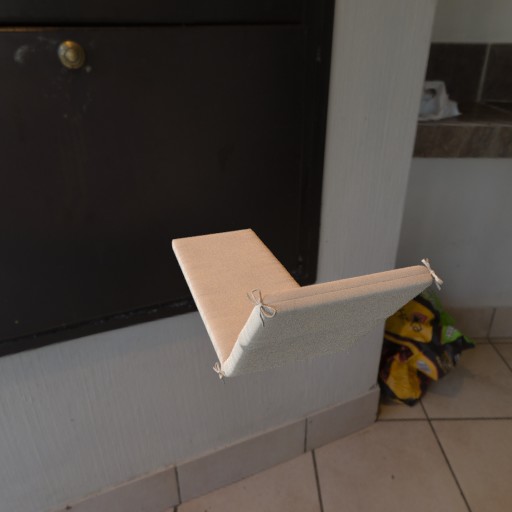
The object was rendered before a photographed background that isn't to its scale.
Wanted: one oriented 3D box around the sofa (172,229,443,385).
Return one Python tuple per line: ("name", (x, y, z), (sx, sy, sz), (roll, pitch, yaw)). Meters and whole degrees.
("sofa", (0.000, 0.000, 1.977), (0.582, 0.622, 1.663), (-9, 28, -17))
